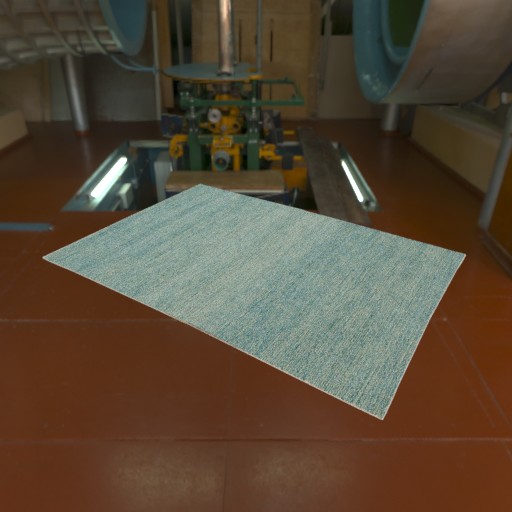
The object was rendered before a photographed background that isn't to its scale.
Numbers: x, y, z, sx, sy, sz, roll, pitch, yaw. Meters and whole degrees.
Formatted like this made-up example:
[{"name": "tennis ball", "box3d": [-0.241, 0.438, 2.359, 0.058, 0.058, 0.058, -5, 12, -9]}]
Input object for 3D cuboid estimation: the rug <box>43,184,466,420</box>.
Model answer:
[{"name": "rug", "box3d": [0.000, 0.000, 2.910, 2.305, 0.029, 1.593, 19, 35, 29]}]
